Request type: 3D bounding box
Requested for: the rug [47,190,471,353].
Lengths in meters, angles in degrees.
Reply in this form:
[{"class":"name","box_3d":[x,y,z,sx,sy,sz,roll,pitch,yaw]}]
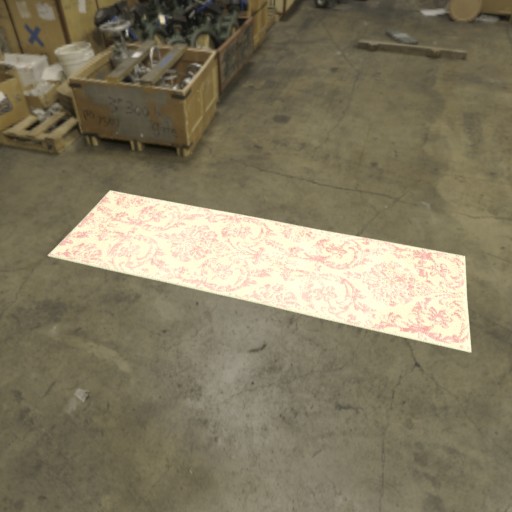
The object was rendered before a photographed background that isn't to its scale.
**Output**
[{"class":"rug","box_3d":[0.000,0.000,2.432,2.196,0.011,0.662,12,44,12]}]
